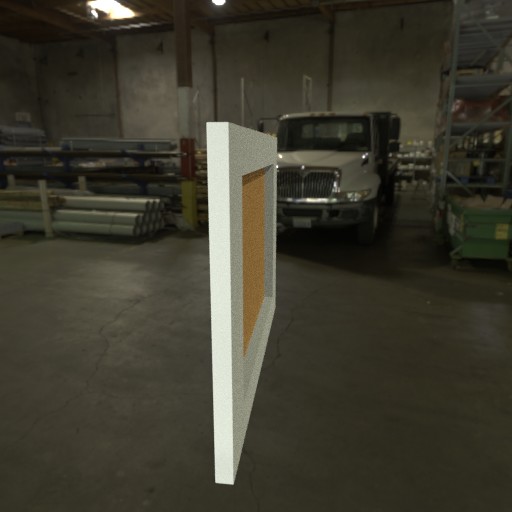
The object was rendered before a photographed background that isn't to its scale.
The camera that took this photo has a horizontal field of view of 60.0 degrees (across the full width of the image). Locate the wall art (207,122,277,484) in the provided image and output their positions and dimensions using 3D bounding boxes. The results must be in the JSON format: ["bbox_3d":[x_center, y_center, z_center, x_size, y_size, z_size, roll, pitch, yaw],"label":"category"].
[{"bbox_3d":[0.000,0.000,1.153,0.033,0.617,0.906,2,14,7],"label":"wall art"}]
